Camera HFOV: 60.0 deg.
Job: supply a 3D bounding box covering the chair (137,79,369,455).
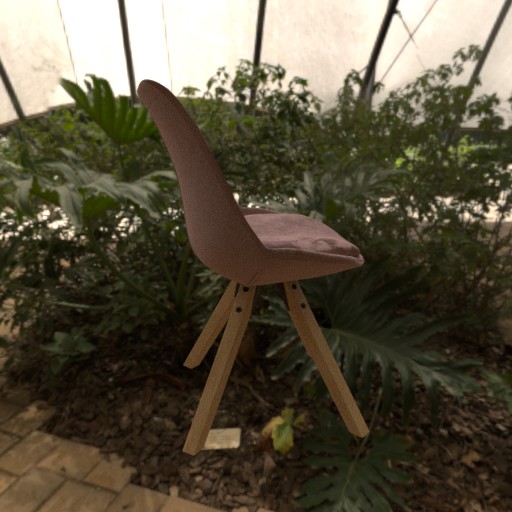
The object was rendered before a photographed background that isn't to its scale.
[{"bbox_3d":[0.000,0.000,1.175,0.550,0.850,0.485,-2,17,-8],"label":"chair"}]
